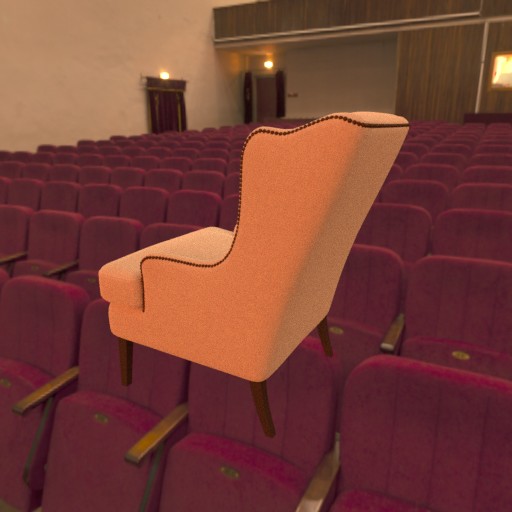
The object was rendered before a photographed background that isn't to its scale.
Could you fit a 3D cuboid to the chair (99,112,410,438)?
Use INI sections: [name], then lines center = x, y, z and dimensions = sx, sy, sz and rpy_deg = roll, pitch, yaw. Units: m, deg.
[chair]
center = 0.000, 0.000, 1.680
dimensions = 0.940, 1.029, 0.737
rpy_deg = 9, 19, 27
